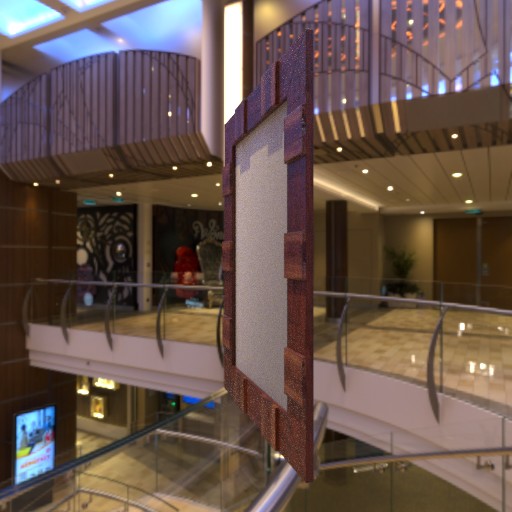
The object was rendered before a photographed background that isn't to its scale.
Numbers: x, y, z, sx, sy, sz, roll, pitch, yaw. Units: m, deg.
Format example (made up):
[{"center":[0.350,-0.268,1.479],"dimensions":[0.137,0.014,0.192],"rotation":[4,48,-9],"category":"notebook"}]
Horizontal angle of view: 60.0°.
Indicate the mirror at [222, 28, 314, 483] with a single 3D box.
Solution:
[{"center":[0.000,0.000,1.070],"dimensions":[0.021,0.805,0.600],"rotation":[0,0,-18],"category":"mirror"}]
